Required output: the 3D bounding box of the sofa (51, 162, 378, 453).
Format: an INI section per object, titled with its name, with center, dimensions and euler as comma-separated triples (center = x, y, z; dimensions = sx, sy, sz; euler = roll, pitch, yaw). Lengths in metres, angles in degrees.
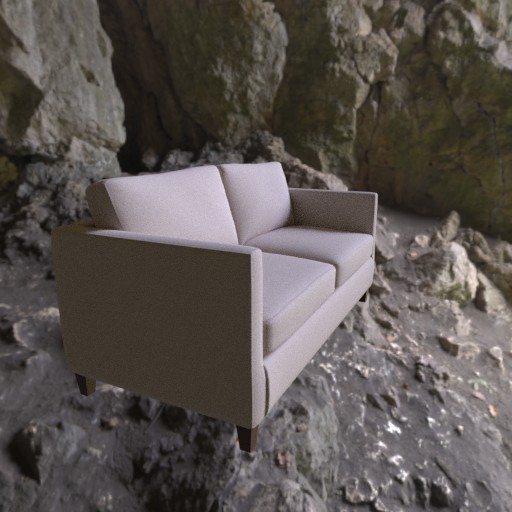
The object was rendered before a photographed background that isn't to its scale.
[sofa]
center = 0.000, 0.000, 2.231
dimensions = 0.873, 0.888, 1.722
euler = 7, 16, 26
